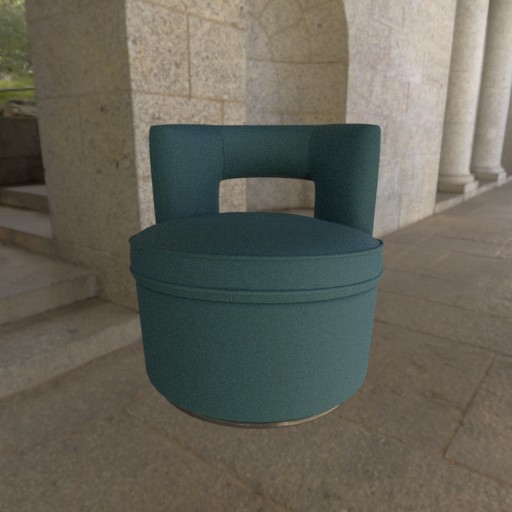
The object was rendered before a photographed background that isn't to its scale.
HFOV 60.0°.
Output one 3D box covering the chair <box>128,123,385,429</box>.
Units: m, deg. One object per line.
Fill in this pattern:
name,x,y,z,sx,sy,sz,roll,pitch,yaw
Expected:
chair,0.000,0.000,1.230,0.684,0.711,0.660,2,15,8
